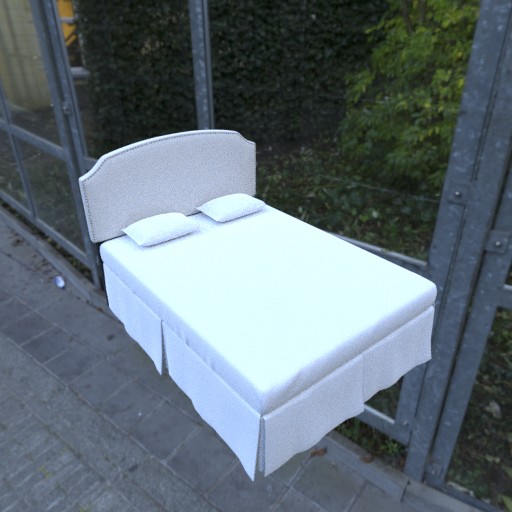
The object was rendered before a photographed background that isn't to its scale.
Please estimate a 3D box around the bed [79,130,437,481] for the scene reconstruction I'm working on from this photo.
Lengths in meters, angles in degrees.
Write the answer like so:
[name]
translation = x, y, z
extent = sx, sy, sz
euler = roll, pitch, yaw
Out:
[bed]
translation = 0.000, 0.000, 2.992
extent = 1.558, 1.270, 1.999
euler = -22, 36, -33
